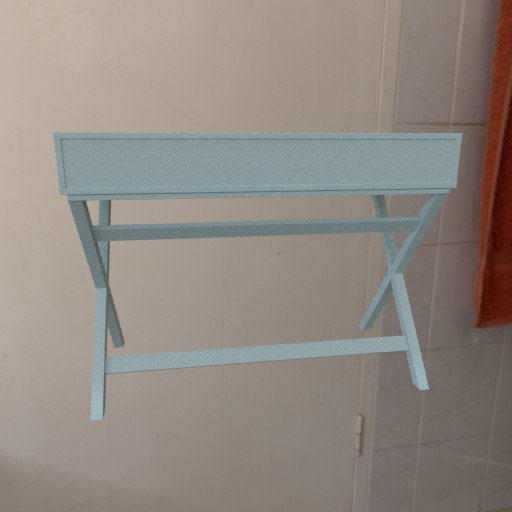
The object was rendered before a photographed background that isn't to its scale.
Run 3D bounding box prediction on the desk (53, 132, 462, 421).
[{"bbox_3d":[0.000,0.000,1.476,1.057,0.780,0.525,-2,15,-9],"label":"desk"}]
